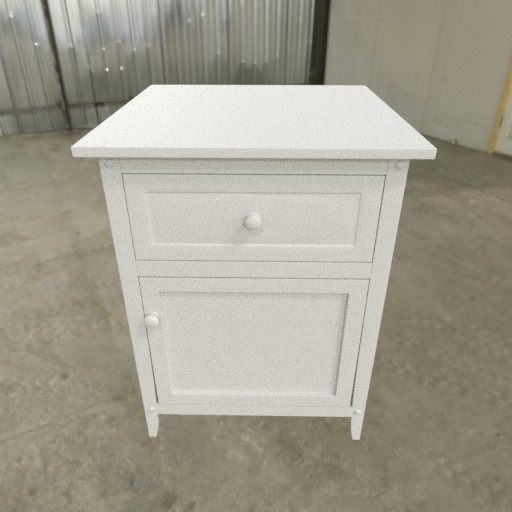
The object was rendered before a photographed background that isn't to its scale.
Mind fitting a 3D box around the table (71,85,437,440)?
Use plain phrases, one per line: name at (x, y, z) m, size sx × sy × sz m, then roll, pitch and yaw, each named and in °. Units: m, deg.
table at (0.000, 0.000, 0.745) m, size 0.381 × 0.483 × 0.381 m, roll 1°, pitch 30°, yaw 1°
